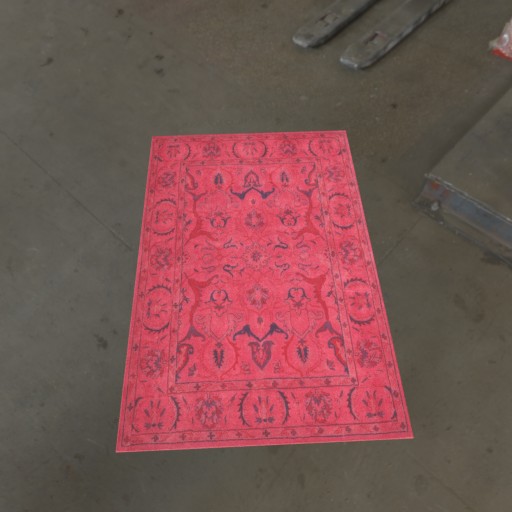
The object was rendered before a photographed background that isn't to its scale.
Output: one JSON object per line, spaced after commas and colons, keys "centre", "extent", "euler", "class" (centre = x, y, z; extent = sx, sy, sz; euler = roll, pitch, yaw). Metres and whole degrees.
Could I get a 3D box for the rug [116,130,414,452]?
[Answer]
{"centre": [0.000, 0.000, 2.279], "extent": [1.209, 0.008, 1.814], "euler": [-2, 58, -1], "class": "rug"}
